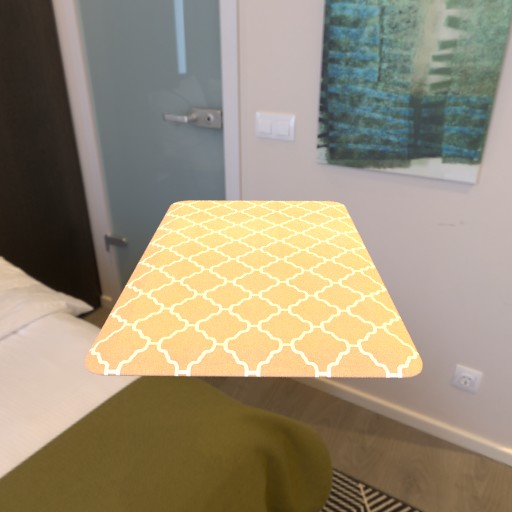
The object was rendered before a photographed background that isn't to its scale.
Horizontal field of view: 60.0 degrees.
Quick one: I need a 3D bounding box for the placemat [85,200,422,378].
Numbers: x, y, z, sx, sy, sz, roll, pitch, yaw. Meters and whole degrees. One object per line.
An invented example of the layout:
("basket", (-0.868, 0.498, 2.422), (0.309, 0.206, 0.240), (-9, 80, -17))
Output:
("placemat", (0.000, 0.000, 0.976), (0.508, 0.021, 0.762), (0, 26, 1))
